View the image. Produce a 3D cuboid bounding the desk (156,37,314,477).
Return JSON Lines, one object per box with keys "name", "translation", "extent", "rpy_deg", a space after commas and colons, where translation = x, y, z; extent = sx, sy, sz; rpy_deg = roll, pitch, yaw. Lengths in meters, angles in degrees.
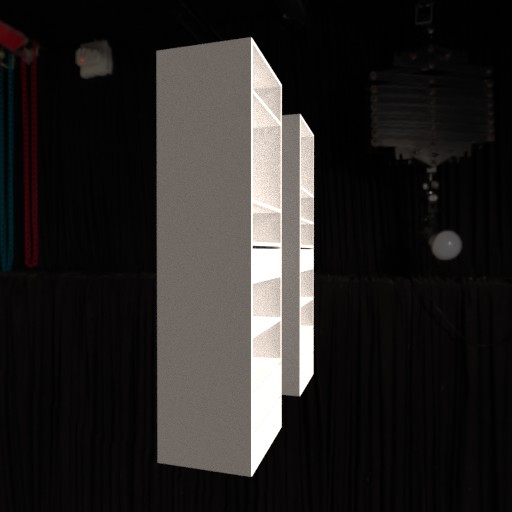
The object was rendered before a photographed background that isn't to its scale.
{"name": "desk", "translation": [0.000, 0.000, 2.933], "extent": [0.480, 2.000, 1.770], "rpy_deg": [0, 1, 16]}
